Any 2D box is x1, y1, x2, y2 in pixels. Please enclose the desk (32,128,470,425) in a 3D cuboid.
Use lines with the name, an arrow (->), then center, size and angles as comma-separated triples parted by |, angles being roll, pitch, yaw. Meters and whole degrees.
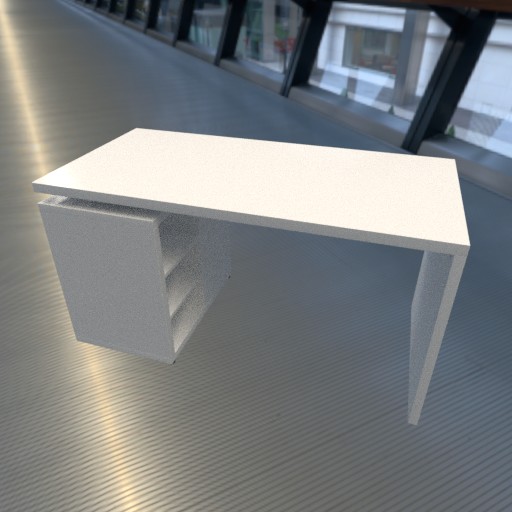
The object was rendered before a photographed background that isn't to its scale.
desk -> 0.000, 0.000, 1.817 | 1.400, 0.740, 0.690 | 10, 33, 15
